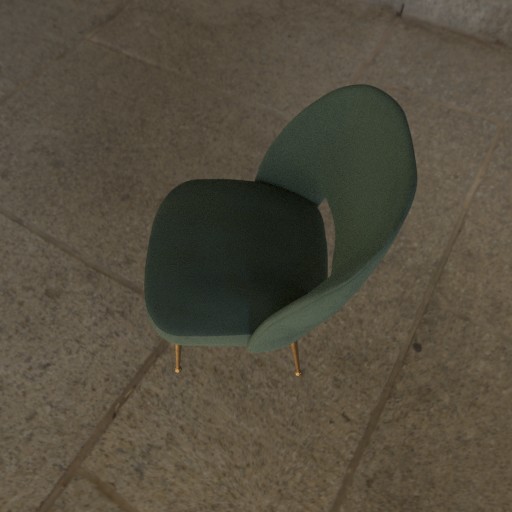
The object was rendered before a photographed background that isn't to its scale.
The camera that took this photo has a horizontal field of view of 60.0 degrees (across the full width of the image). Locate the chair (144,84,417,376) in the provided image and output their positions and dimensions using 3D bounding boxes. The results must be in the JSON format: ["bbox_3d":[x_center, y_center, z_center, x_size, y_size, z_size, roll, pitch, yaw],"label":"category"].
[{"bbox_3d":[0.000,0.000,1.182,0.577,0.860,0.527,1,60,1],"label":"chair"}]
